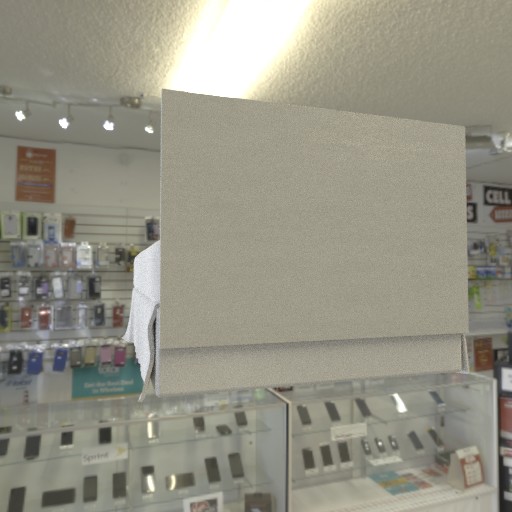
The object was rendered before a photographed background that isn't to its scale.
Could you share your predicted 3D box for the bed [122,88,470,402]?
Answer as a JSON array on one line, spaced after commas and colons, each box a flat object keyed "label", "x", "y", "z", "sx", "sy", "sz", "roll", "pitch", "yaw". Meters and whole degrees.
[{"label": "bed", "x": 0.000, "y": 0.000, "z": 3.089, "sx": 1.745, "sy": 1.335, "sz": 2.094, "roll": 1, "pitch": -2, "yaw": -18}]
